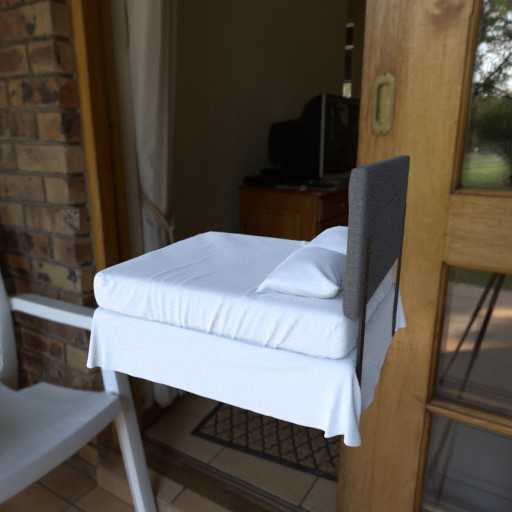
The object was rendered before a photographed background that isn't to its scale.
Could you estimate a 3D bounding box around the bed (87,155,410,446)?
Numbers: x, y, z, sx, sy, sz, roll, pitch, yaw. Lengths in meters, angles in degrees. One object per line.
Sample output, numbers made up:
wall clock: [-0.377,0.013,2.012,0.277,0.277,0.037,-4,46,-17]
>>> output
bed: [0.000,0.000,3.593,2.222,1.577,1.936,7,17,25]
